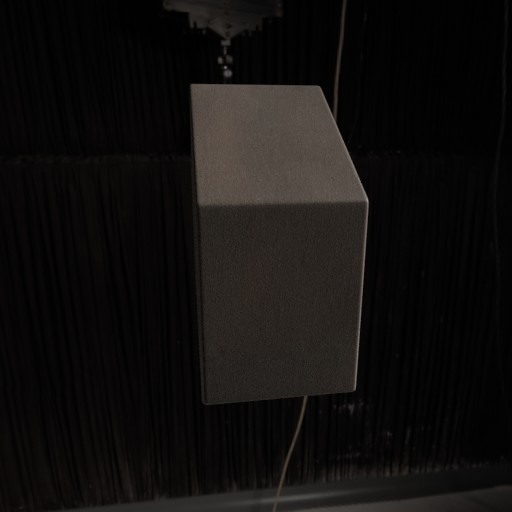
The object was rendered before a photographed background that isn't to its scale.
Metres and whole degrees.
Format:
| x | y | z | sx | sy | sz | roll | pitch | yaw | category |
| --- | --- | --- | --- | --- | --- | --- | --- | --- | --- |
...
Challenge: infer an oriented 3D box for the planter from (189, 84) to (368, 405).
| x | y | z | sx | sy | sz | roll | pitch | yaw | category |
| --- | --- | --- | --- | --- | --- | --- | --- | --- | --- |
| 0.000 | 0.000 | 0.286 | 0.077 | 0.206 | 0.169 | -2 | 16 | -8 | planter |
